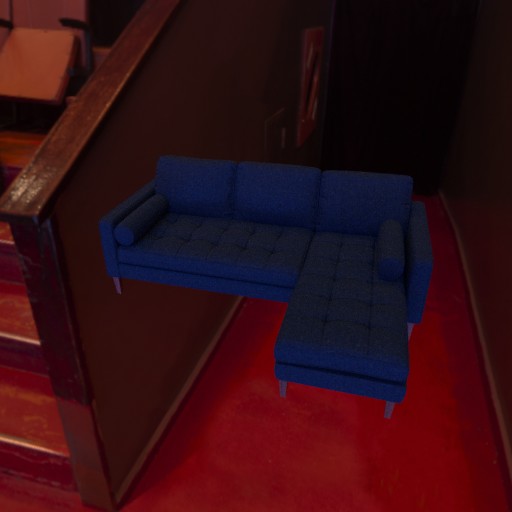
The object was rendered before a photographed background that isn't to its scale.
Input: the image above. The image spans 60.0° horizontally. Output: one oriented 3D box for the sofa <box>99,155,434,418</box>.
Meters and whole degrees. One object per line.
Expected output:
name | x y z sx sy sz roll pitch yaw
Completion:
sofa | 0.000 0.000 2.933 2.185 0.841 1.613 8 31 13
